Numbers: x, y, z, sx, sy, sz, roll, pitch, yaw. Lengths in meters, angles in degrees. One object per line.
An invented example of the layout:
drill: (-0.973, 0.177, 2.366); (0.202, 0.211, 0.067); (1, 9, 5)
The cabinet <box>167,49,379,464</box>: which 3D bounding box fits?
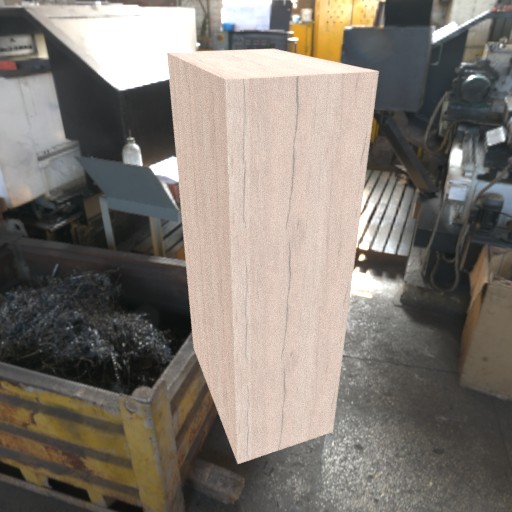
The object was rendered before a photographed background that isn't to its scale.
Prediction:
cabinet: (0.000, 0.000, 2.377); (0.580, 1.930, 0.980); (-11, 31, -18)
